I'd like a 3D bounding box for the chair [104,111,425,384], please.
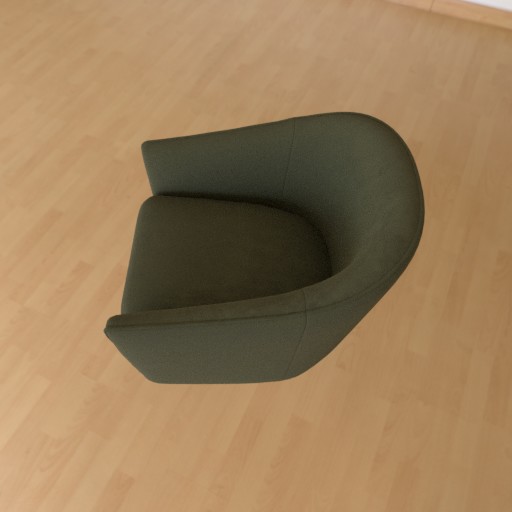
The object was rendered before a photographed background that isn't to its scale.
[{"bbox_3d":[0.000,0.000,1.494,0.875,0.799,0.747,0,58,0],"label":"chair"}]
